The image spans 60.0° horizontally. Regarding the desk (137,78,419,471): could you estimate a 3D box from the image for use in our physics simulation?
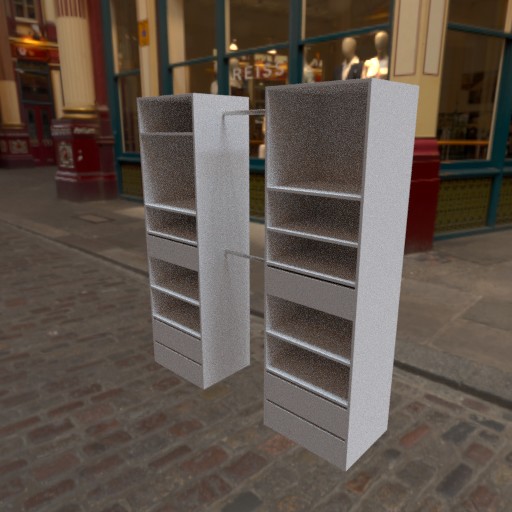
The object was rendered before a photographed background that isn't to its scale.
[{"bbox_3d":[0.000,0.000,2.887,1.770,2.000,0.480,14,21,41],"label":"desk"}]
